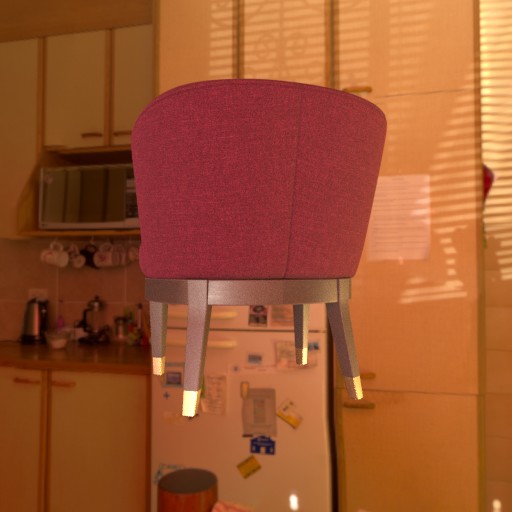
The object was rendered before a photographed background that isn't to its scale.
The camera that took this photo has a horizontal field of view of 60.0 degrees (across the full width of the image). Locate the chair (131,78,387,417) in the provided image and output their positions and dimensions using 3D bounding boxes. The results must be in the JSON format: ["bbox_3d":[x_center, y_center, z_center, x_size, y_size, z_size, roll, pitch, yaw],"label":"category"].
[{"bbox_3d":[0.000,0.000,1.282,0.700,0.760,0.660,0,-2,-18],"label":"chair"}]
